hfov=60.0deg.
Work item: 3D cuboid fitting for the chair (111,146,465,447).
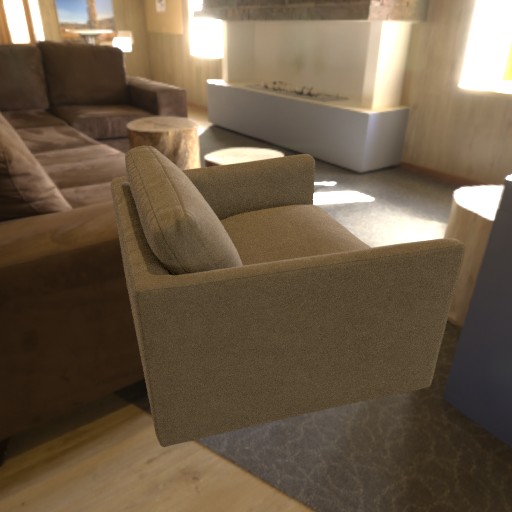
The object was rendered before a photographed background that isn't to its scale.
[{"bbox_3d":[0.000,0.000,1.892,1.091,0.845,1.190,-10,29,-17],"label":"chair"}]
